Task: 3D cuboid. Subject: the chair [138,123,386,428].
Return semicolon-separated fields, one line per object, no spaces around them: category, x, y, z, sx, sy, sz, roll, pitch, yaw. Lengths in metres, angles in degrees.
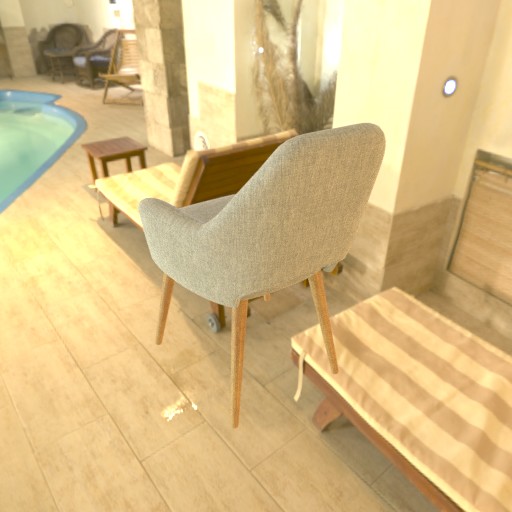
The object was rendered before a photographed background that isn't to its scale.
chair;0.000;0.000;1.248;0.590;0.840;0.610;-19;36;-28
